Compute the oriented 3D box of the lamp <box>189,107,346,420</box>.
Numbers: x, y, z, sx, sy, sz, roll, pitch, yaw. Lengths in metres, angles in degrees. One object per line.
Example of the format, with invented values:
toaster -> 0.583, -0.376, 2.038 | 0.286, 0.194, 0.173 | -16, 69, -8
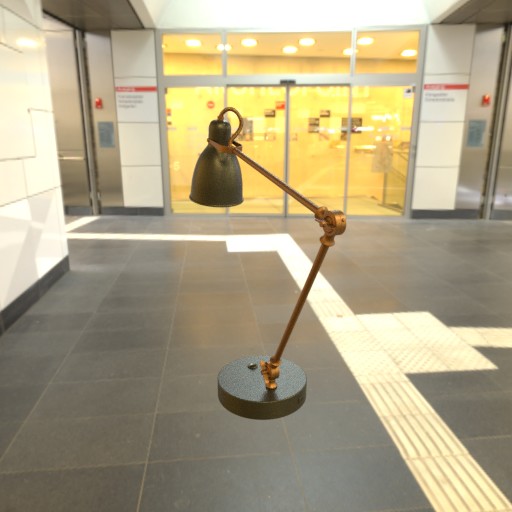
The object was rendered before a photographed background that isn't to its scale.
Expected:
lamp -> 0.000, 0.000, 0.889 | 0.187, 0.587, 0.561 | -7, 17, -25
